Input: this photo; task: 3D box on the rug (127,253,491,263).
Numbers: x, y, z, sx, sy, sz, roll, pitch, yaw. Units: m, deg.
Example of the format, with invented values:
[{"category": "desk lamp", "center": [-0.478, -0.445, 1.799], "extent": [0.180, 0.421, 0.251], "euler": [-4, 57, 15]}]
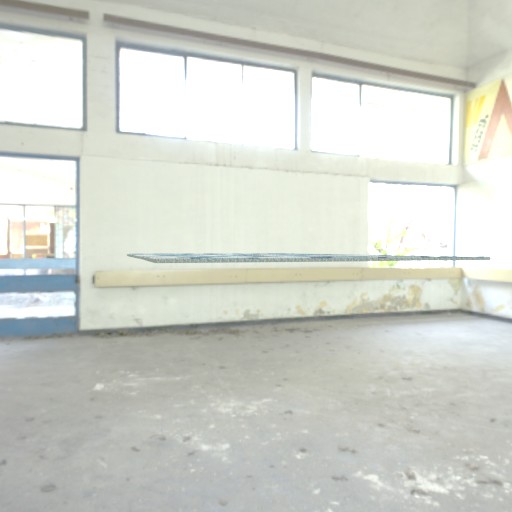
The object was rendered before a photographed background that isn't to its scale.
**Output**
[{"category": "rug", "center": [0.000, 0.000, 2.312], "extent": [1.235, 0.014, 1.829], "euler": [0, 1, -18]}]
